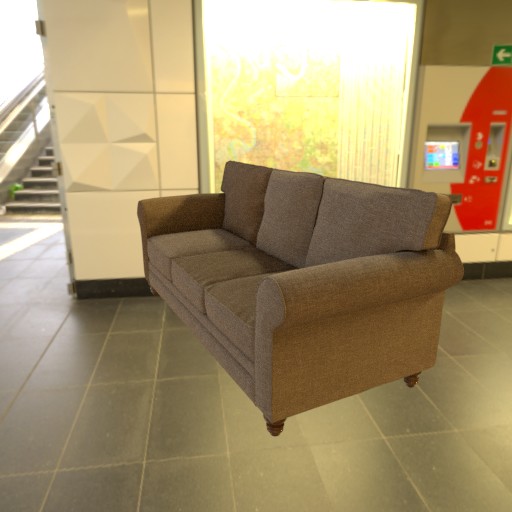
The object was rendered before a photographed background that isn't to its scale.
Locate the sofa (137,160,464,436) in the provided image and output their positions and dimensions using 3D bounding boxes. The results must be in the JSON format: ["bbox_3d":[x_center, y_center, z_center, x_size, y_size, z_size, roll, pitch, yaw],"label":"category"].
[{"bbox_3d":[0.000,0.000,2.580,0.916,0.961,2.084,-8,18,-27],"label":"sofa"}]
